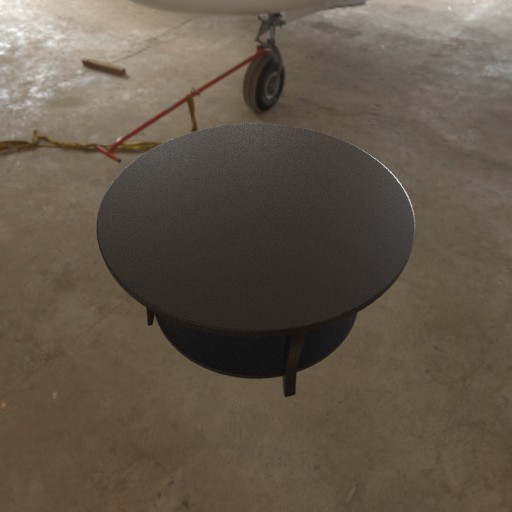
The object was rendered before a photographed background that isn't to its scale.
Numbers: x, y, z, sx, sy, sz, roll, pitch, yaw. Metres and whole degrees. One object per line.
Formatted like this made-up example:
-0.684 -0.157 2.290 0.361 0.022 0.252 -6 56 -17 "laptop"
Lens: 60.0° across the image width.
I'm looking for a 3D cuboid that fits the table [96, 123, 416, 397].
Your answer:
0.000 0.000 1.471 0.914 0.457 0.914 0 46 0 "table"
